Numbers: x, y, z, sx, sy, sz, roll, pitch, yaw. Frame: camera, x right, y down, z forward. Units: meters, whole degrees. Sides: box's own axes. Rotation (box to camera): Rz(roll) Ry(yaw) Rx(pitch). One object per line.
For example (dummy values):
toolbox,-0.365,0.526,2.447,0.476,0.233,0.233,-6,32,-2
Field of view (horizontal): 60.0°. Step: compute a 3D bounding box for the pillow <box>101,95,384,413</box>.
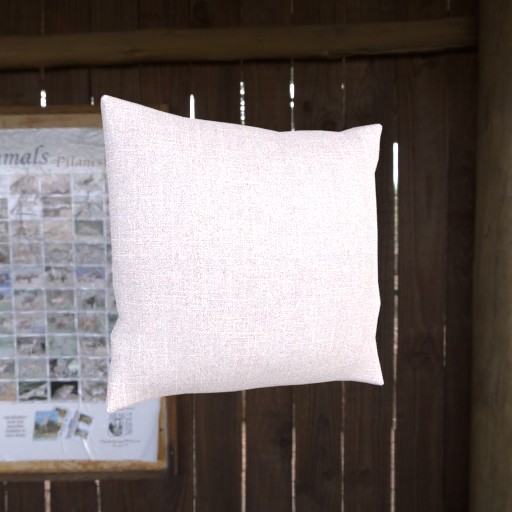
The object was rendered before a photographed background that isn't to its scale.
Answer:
pillow,0.000,0.000,0.773,0.508,0.498,0.215,0,1,-18
